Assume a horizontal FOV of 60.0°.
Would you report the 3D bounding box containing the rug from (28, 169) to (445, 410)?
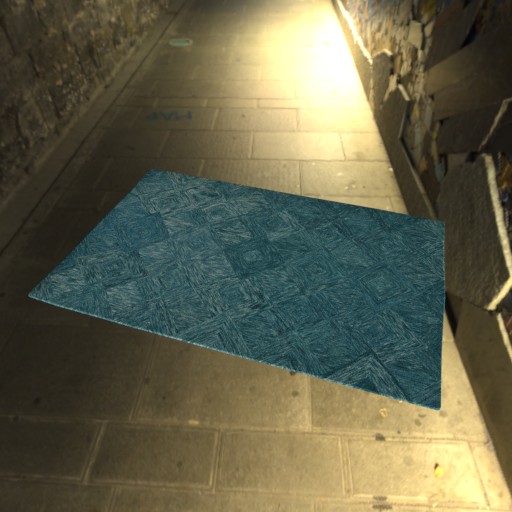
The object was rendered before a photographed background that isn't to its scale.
[{"bbox_3d":[0.000,0.000,2.127,1.728,0.017,1.136,12,43,14],"label":"rug"}]
